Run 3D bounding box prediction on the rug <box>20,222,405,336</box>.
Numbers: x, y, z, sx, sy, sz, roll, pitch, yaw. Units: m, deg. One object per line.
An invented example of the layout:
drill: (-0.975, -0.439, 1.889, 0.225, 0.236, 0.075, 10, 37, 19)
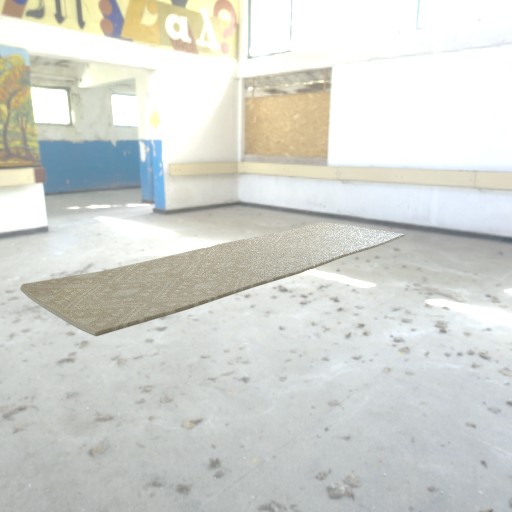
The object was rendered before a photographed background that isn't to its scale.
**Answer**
rug: (0.000, 0.000, 2.689, 0.752, 0.051, 2.452, 13, 20, 42)
